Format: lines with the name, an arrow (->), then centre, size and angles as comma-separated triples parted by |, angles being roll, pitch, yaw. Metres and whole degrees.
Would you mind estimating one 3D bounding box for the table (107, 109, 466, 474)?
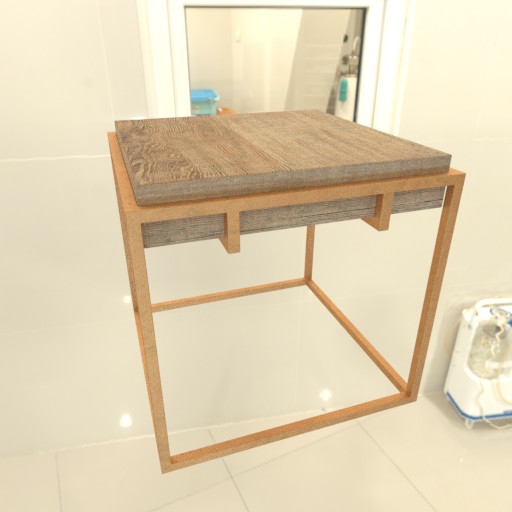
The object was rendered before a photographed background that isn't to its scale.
table -> 0.000, 0.000, 1.086 | 0.599, 0.584, 0.599 | -9, 28, -17
